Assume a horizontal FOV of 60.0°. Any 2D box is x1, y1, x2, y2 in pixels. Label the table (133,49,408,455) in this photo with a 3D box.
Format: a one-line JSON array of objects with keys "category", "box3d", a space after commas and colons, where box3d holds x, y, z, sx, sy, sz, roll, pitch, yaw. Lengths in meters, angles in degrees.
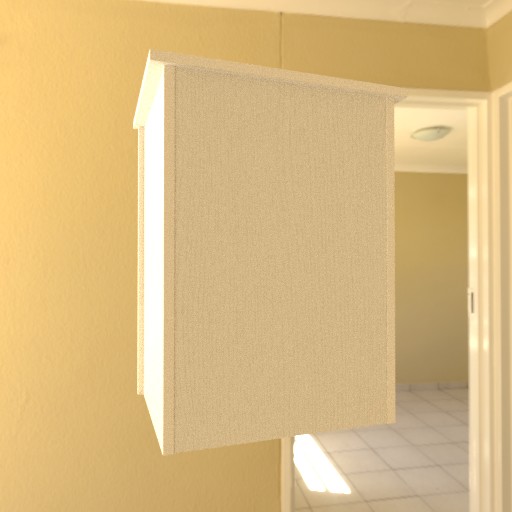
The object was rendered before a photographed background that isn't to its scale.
[{"category": "table", "box3d": [0.000, 0.000, 0.940, 0.480, 0.635, 0.381, 0, -1, -19]}]
